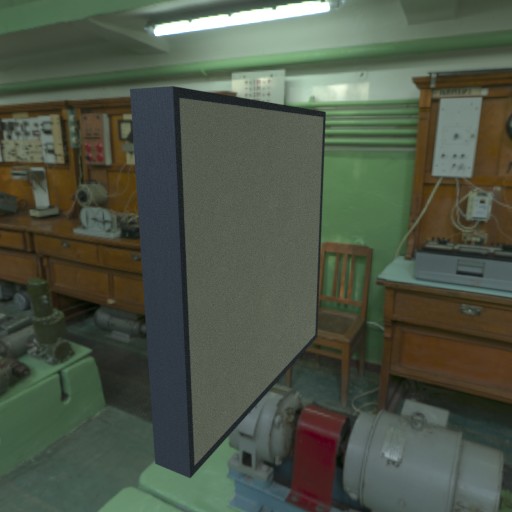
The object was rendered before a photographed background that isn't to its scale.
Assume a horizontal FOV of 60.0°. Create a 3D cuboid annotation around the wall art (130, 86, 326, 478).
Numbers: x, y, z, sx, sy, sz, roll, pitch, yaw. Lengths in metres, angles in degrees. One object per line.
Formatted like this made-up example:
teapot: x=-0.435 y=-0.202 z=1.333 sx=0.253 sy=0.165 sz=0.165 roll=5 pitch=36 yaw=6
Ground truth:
wall art: x=0.000 y=0.000 z=0.461 sx=0.036 sy=0.300 sz=0.302 roll=7 pitch=16 yaw=27
